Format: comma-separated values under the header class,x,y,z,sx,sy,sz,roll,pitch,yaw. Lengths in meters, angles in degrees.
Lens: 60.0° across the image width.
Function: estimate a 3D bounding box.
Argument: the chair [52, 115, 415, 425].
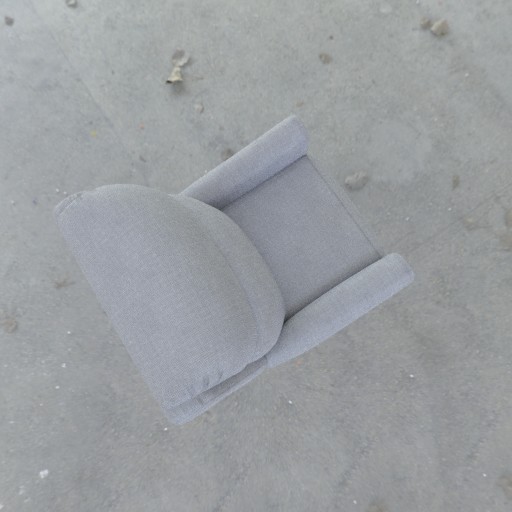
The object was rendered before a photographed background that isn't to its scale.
class,x,y,z,sx,sy,sz,roll,pitch,yaw
chair,0.000,0.000,1.750,1.014,1.054,0.838,-32,78,-8
